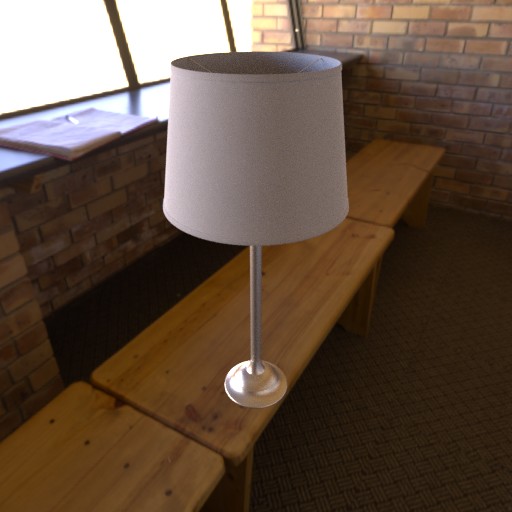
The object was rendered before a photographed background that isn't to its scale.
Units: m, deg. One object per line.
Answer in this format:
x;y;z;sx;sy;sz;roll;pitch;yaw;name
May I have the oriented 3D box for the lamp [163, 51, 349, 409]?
0.000;0.000;0.861;0.331;0.698;0.331;0;31;0;lamp
